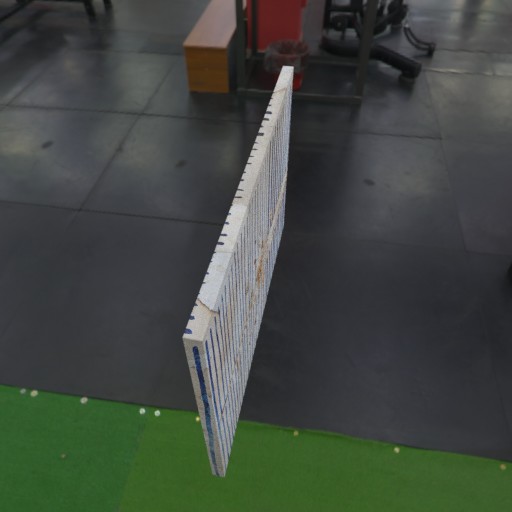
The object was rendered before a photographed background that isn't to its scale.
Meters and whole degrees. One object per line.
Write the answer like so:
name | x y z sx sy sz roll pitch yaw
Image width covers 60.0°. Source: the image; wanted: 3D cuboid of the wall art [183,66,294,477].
wall art | 0.000 0.000 1.451 0.038 0.757 1.143 8 47 8
